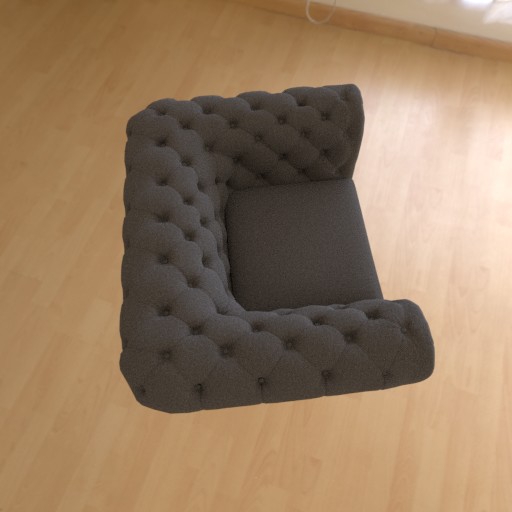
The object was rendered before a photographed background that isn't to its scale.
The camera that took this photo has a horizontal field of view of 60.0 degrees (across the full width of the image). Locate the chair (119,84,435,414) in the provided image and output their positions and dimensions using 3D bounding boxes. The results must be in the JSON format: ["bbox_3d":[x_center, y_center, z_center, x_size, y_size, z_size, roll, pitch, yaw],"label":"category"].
[{"bbox_3d":[0.000,0.000,1.877,0.976,0.770,1.270,-6,64,-3],"label":"chair"}]
